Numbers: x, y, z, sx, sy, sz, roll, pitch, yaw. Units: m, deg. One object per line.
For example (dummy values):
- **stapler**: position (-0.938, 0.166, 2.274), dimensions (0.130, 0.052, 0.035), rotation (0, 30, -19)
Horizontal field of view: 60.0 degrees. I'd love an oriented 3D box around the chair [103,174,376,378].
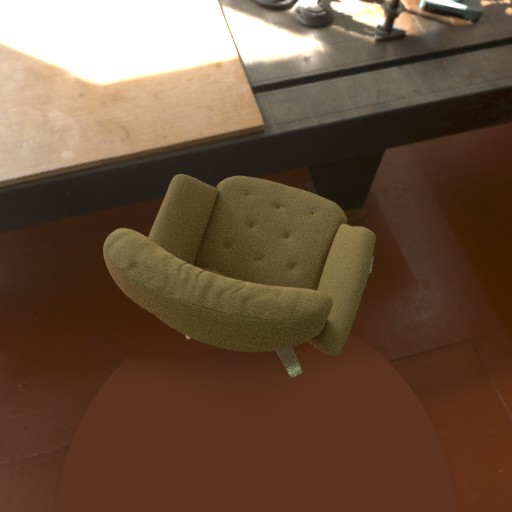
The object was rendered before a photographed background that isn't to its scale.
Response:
- **chair**: position (0.000, 0.000, 1.527), dimensions (0.785, 0.995, 0.837), rotation (17, 63, 9)
